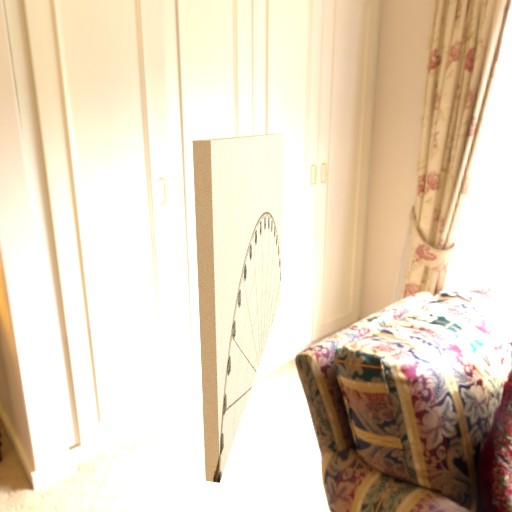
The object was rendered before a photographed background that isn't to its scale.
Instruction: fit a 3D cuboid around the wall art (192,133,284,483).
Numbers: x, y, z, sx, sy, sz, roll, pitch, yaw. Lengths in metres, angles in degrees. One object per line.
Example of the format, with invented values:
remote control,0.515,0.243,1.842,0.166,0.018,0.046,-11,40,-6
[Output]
wall art,0.000,0.000,1.461,0.038,0.767,1.144,3,16,10
